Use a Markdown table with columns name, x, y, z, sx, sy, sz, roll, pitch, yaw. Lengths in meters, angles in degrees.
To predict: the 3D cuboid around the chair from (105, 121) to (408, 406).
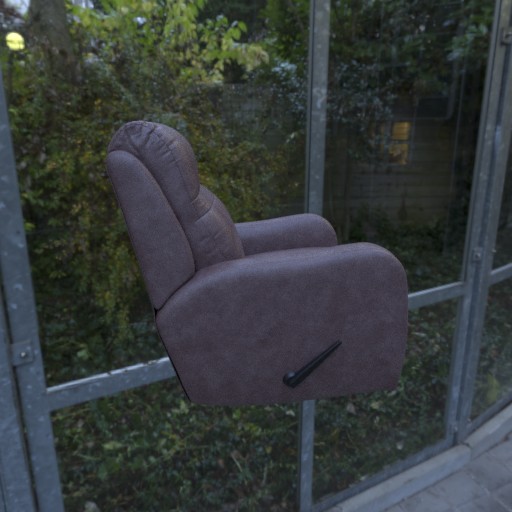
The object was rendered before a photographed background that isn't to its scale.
| name | x | y | z | sx | sy | sz | roll | pitch | yaw |
| --- | --- | --- | --- | --- | --- | --- | --- | --- | --- |
| chair | 0.000 | 0.000 | 1.860 | 1.067 | 1.067 | 0.865 | -3 | 15 | -10 |
